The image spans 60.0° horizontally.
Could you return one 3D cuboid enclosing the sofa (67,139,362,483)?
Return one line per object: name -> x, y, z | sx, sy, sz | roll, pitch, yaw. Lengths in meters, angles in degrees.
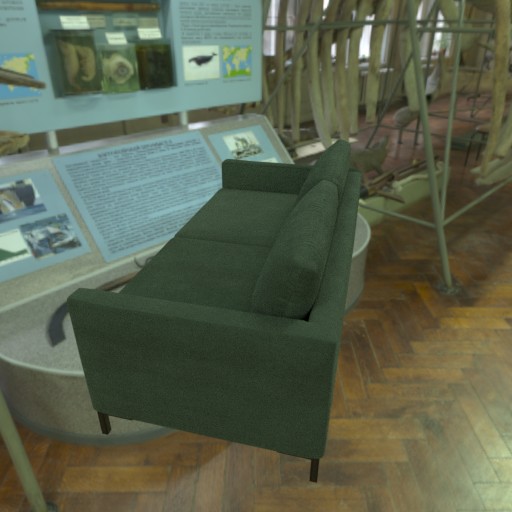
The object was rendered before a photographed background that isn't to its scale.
sofa -> 0.000, 0.000, 2.102 | 0.875, 0.817, 1.676 | 7, 29, 13
